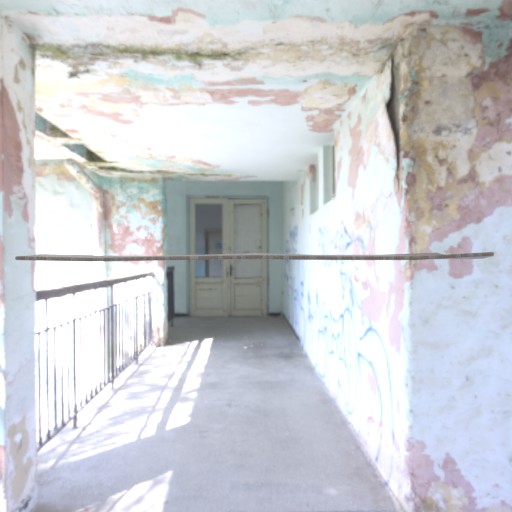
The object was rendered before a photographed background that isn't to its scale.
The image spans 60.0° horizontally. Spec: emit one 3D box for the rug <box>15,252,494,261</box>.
[{"bbox_3d":[0.000,0.000,2.626,2.452,0.051,0.752,0,1,0],"label":"rug"}]
